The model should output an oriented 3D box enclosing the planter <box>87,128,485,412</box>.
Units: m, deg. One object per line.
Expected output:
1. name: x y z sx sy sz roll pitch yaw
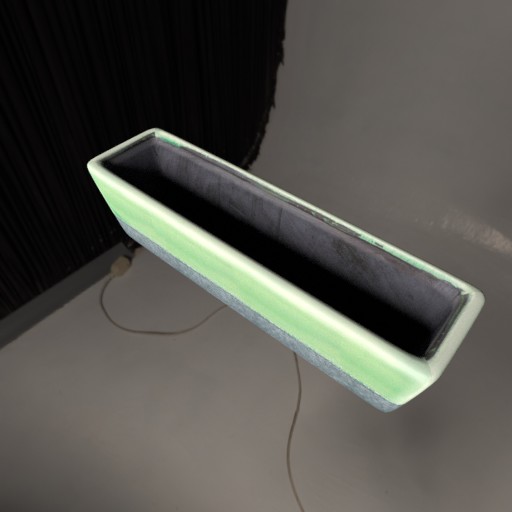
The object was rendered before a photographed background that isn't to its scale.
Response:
1. planter: 0.000 0.000 0.309 0.275 0.072 0.072 31 54 27
